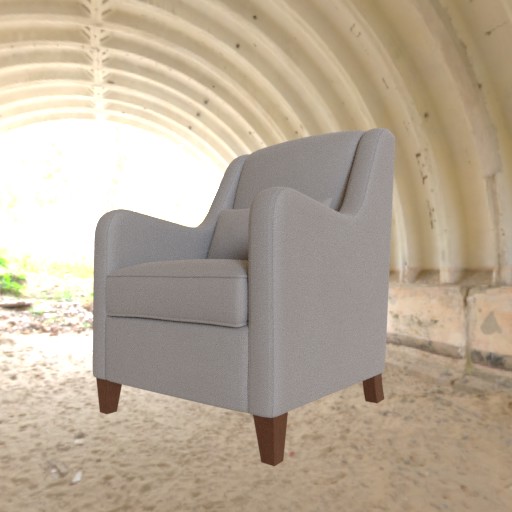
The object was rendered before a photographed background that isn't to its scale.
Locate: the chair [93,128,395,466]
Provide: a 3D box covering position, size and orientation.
[{"bbox_3d":[0.000,0.000,1.548,0.715,1.010,0.863,-2,-3,36],"label":"chair"}]
